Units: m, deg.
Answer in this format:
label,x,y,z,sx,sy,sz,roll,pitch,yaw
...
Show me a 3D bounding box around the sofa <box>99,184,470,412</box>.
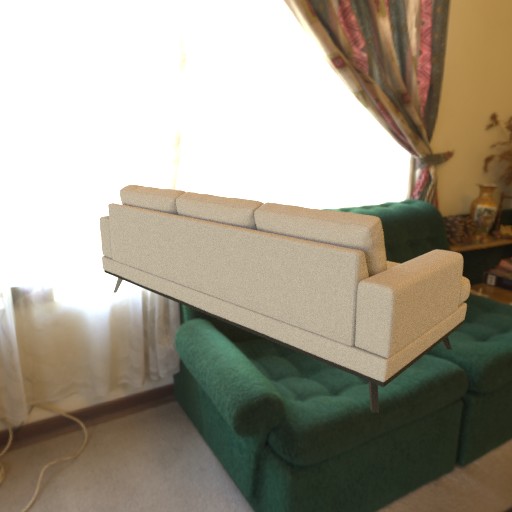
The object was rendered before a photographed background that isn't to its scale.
label,x,y,z,sx,sy,sz,roll,pitch,yaw
sofa,0.000,0.000,2.792,2.310,0.810,0.920,14,20,42
